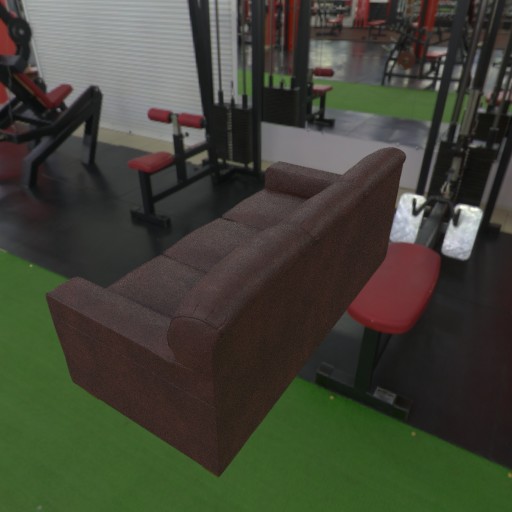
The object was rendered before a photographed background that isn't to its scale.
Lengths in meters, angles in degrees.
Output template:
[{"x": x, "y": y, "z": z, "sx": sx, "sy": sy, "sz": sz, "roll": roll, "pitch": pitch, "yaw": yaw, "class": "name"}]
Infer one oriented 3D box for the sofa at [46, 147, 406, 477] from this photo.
[{"x": 0.000, "y": 0.000, "z": 2.527, "sx": 1.008, "sy": 0.953, "sz": 2.039, "roll": 19, "pitch": 36, "yaw": 28, "class": "sofa"}]
